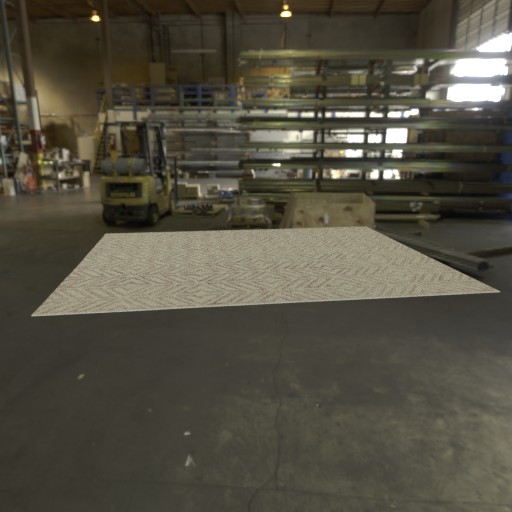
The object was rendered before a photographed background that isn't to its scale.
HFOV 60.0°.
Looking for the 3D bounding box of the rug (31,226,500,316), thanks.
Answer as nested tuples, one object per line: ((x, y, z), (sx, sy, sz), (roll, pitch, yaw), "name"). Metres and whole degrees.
((0.000, 0.000, 3.994), (3.045, 0.008, 2.421), (-2, 15, -8), "rug")
